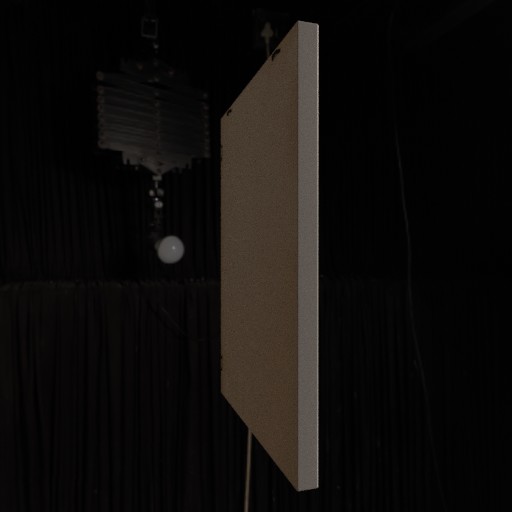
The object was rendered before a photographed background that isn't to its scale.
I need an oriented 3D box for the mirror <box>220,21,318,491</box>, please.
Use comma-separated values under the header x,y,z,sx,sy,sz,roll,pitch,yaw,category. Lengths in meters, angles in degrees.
x,y,z,sx,sy,sz,roll,pitch,yaw,category
0.000,0.000,0.915,0.039,0.710,0.507,0,0,-18,mirror
